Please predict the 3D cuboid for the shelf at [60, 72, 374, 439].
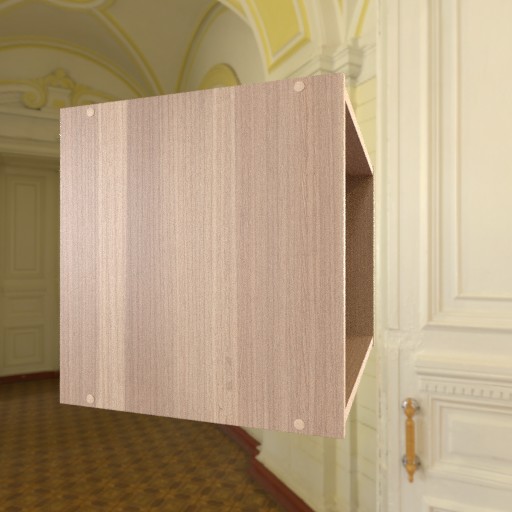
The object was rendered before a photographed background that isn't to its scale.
[{"bbox_3d":[0.000,0.000,0.610,0.290,0.305,0.415,0,0,18],"label":"shelf"}]
